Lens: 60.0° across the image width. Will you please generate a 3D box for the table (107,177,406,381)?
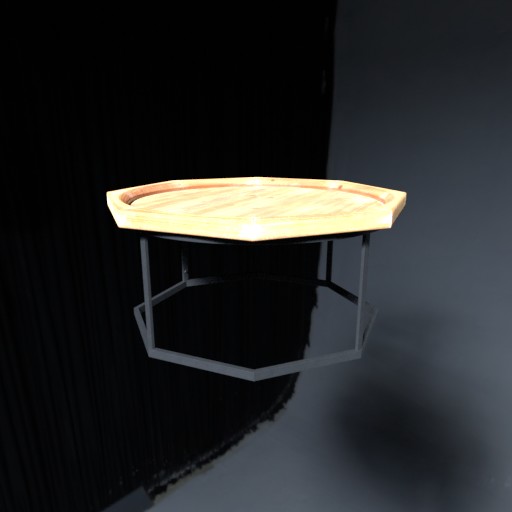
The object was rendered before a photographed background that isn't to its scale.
[{"bbox_3d":[0.000,0.000,1.542,1.002,0.444,1.002,0,16,0],"label":"table"}]
